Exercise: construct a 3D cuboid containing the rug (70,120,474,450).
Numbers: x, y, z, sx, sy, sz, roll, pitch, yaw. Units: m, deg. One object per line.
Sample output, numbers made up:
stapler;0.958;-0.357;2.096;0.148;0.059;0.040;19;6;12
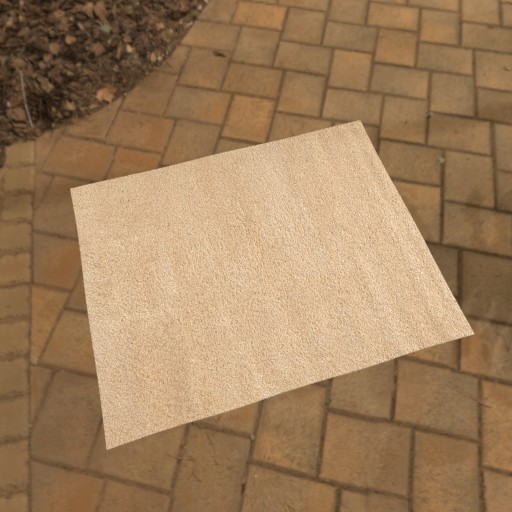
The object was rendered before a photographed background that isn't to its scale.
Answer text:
rug;0.000;0.000;3.940;3.000;0.025;2.400;-15;65;-7
